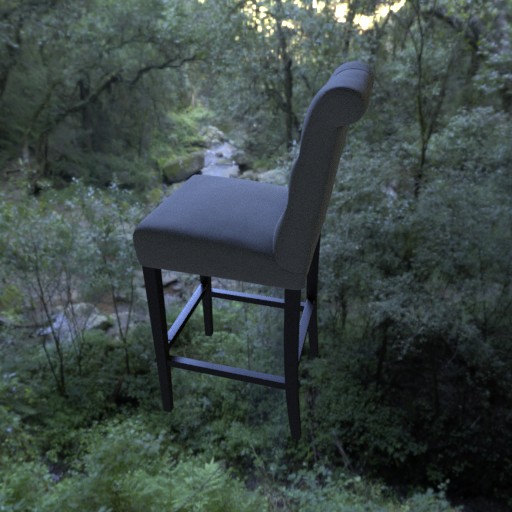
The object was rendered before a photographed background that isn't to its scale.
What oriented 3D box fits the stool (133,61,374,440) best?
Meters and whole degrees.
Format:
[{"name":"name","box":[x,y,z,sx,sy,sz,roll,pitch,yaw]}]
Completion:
[{"name":"stool","box":[0.000,0.000,1.443,0.601,1.140,0.493,8,31,13]}]
